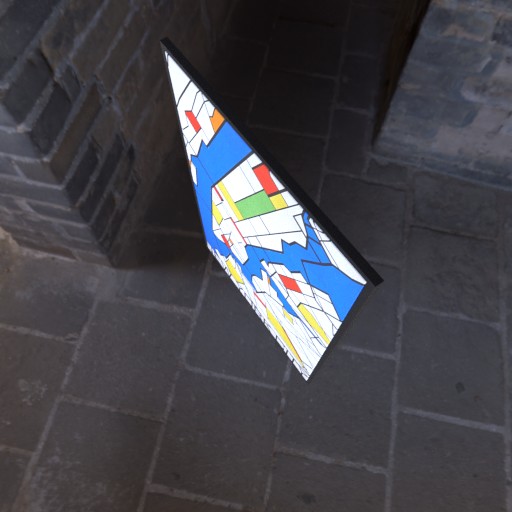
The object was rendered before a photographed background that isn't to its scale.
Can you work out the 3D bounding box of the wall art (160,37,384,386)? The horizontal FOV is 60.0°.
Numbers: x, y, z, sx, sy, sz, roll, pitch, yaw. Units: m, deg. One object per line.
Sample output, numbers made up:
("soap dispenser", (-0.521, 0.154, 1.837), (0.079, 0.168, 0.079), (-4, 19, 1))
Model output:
("wall art", (0.000, 0.000, 0.852), (0.013, 0.660, 0.460), (-33, 69, -14))
